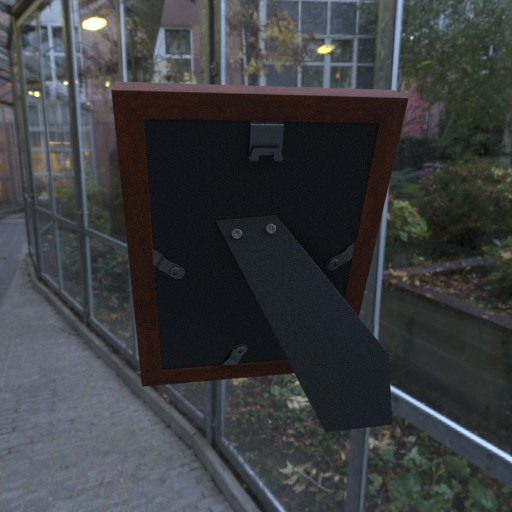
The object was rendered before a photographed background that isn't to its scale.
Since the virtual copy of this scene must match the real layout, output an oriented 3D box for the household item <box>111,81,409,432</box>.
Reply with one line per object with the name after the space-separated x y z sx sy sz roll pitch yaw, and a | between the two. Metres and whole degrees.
0.000 0.000 0.290 0.160 0.204 0.096 -2 12 -10 | household item
